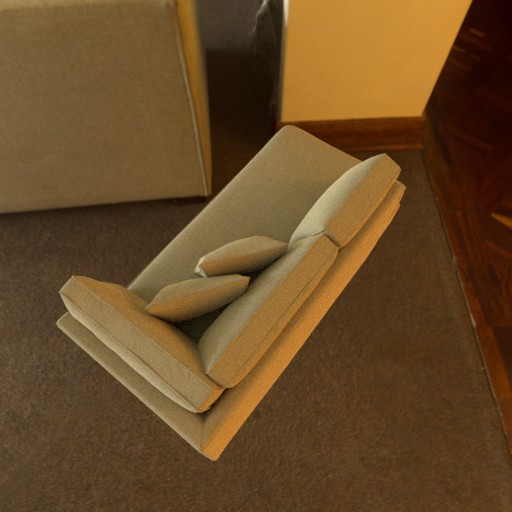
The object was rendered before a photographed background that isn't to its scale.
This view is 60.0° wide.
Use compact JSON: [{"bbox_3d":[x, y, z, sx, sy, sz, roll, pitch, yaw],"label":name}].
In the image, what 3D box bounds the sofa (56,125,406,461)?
[{"bbox_3d":[0.000,0.000,2.923,1.110,1.019,2.238,34,67,17],"label":"sofa"}]
